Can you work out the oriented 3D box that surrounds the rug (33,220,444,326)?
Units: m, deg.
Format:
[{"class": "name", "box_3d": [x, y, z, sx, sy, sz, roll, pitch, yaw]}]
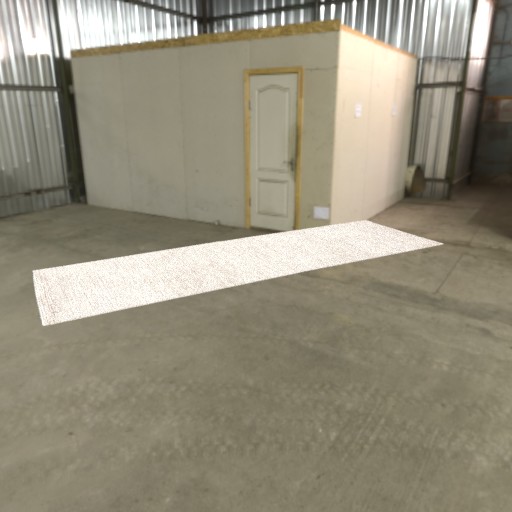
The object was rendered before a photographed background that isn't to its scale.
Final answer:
[{"class": "rug", "box_3d": [0.000, 0.000, 2.601, 2.346, 0.013, 0.712, -10, 21, -27]}]
